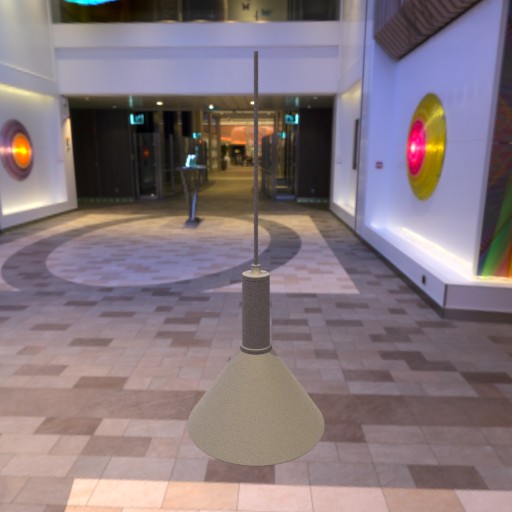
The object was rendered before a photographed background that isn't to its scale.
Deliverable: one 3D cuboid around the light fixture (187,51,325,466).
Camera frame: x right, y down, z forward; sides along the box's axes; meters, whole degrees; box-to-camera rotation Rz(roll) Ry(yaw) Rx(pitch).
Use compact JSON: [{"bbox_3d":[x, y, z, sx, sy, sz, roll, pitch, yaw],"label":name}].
[{"bbox_3d":[0.000,0.000,0.798,0.267,0.683,0.267,-12,18,-43],"label":"light fixture"}]
